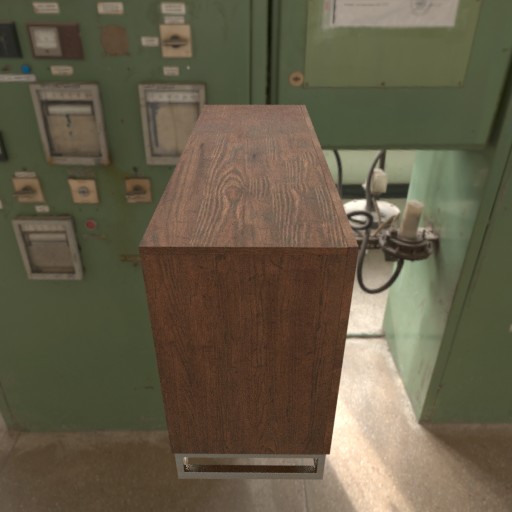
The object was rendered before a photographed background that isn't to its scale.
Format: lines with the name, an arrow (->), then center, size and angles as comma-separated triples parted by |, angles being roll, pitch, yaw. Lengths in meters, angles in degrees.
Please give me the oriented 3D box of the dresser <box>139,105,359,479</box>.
dresser -> 0.000, 0.000, 2.158 | 0.623, 1.061, 1.646 | 0, 31, 0
